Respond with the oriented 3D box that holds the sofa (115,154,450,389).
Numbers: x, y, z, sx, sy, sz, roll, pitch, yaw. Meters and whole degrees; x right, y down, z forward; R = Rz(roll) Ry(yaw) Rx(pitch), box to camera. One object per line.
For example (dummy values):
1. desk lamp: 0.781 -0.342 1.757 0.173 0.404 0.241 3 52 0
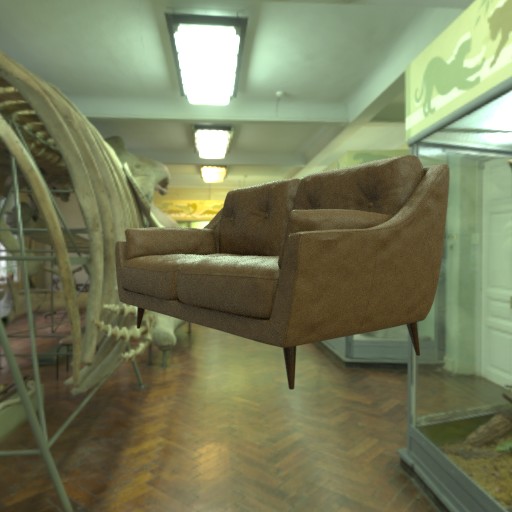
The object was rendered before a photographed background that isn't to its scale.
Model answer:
1. sofa: 0.000 0.000 2.296 0.981 0.886 1.731 -1 1 -36
